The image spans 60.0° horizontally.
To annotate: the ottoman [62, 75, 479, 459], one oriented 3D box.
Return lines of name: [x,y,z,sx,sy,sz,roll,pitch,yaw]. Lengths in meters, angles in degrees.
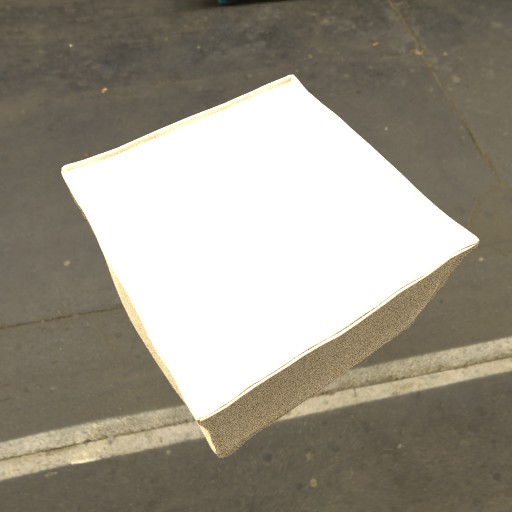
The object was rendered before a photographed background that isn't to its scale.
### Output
ottoman: [0.000,0.000,1.150,0.696,0.470,0.707,-29,63,-17]
